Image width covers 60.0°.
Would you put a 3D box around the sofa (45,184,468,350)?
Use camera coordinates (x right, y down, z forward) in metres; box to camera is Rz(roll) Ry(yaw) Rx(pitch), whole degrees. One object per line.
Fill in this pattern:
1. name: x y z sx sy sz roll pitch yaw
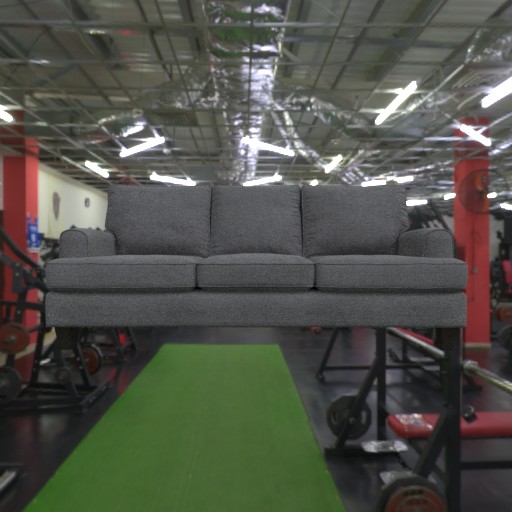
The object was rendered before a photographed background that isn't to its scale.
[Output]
1. sofa: 0.000 0.000 2.685 2.158 0.965 0.951 0 0 1
